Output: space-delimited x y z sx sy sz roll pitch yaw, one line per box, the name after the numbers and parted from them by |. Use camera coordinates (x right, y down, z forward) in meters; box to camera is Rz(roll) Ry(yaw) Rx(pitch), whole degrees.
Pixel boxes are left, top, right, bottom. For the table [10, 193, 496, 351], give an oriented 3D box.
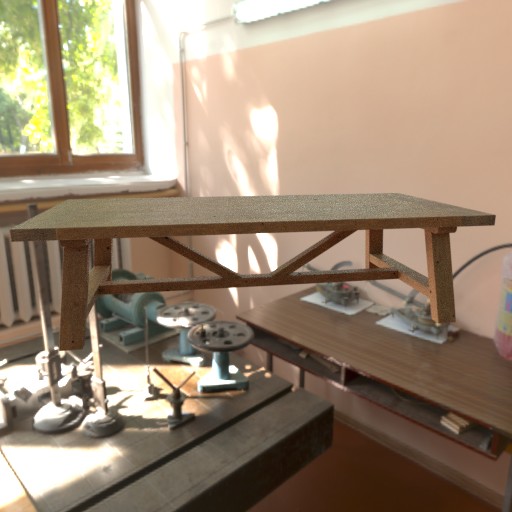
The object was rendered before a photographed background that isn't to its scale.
0.000 0.000 2.066 1.800 0.465 0.820 -2 14 -9 | table
